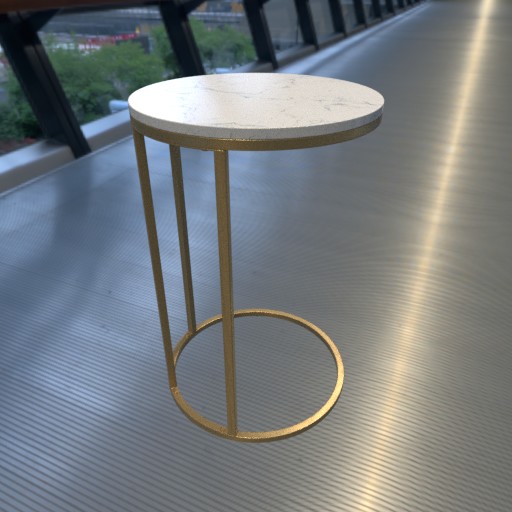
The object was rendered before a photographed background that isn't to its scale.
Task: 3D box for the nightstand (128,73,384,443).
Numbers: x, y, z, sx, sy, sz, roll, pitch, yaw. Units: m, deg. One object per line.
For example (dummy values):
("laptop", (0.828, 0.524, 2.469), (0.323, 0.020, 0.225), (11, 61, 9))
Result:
("nightstand", (0.000, 0.000, 0.871), (0.400, 0.610, 0.400), (-11, 33, -18))
